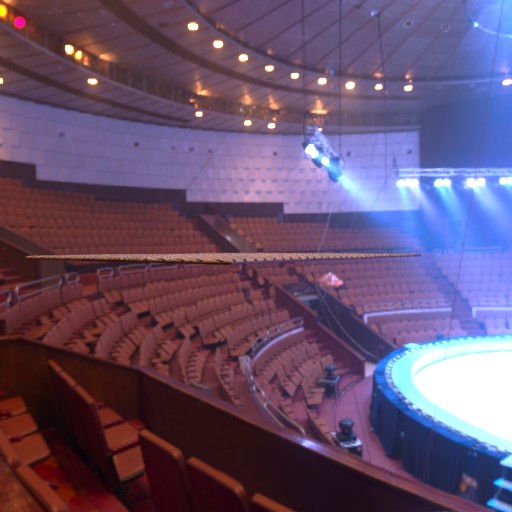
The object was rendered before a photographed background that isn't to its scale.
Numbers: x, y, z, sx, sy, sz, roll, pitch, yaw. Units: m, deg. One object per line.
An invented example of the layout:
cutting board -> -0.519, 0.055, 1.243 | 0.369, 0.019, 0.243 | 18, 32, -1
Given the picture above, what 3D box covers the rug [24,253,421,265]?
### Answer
rug -> 0.000, 0.000, 3.045 | 1.539, 0.023, 2.406 | 1, 1, 36
